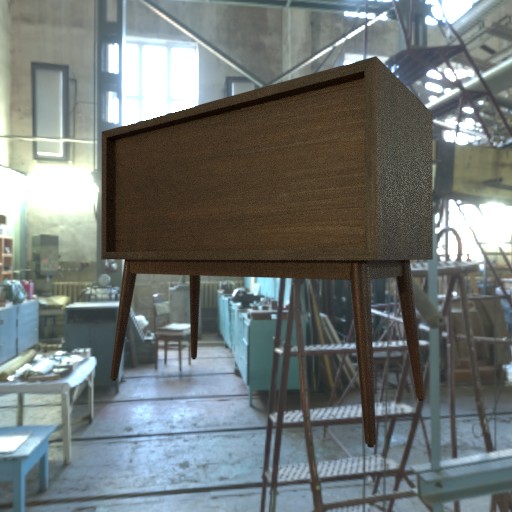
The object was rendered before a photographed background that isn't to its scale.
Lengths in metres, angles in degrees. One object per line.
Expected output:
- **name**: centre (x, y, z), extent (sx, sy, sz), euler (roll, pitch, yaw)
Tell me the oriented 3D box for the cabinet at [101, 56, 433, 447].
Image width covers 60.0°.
- **cabinet**: centre (0.000, 0.000, 1.089), extent (0.743, 0.654, 0.354), euler (0, 0, 36)
